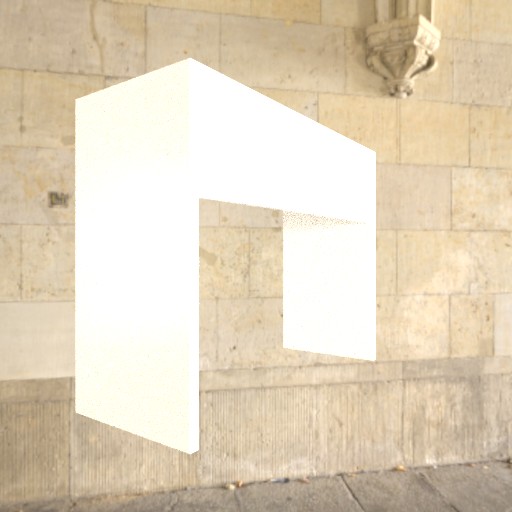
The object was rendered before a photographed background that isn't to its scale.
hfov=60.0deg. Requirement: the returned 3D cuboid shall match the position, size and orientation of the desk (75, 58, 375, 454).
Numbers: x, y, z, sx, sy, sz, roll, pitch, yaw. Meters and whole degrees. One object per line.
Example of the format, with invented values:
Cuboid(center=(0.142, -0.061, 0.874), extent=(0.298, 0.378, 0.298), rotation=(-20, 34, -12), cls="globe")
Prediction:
Cuboid(center=(0.000, 0.000, 1.406), extent=(0.400, 0.790, 1.000), rotation=(0, 0, 36), cls="desk")
